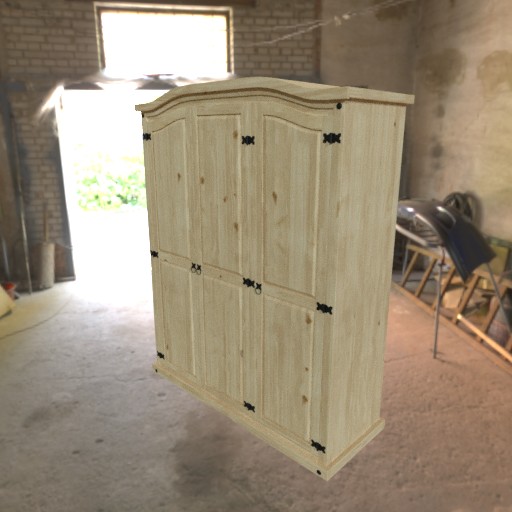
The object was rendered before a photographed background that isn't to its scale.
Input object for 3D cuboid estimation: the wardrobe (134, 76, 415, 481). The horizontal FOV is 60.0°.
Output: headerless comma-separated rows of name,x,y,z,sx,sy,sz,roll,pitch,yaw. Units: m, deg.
wardrobe,0.000,0.000,2.593,1.500,1.870,0.570,14,21,42
